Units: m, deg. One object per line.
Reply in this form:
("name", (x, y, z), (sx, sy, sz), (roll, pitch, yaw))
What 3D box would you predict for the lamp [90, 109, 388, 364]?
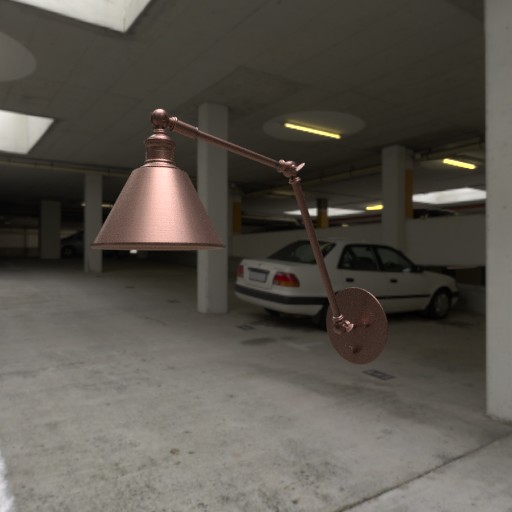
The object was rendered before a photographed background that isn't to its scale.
("lamp", (0.000, 0.000, 0.871), (0.624, 0.502, 0.223), (0, 0, -36))
